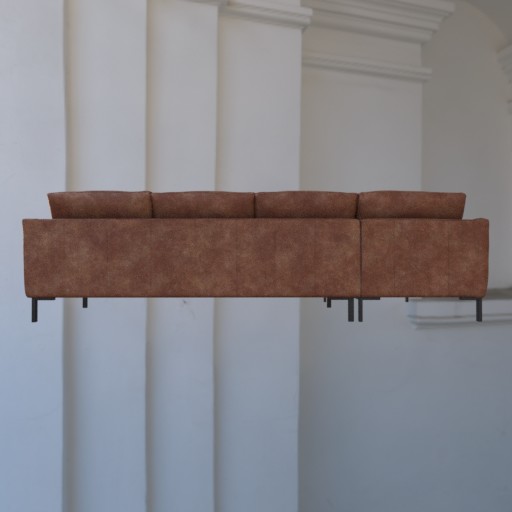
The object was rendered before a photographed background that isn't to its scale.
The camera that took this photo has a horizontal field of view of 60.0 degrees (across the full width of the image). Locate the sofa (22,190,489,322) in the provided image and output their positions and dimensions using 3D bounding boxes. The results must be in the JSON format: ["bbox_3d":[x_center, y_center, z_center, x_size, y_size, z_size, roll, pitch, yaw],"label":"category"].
[{"bbox_3d":[0.000,0.000,3.540,2.993,0.859,1.471,0,-1,-1],"label":"sofa"}]
